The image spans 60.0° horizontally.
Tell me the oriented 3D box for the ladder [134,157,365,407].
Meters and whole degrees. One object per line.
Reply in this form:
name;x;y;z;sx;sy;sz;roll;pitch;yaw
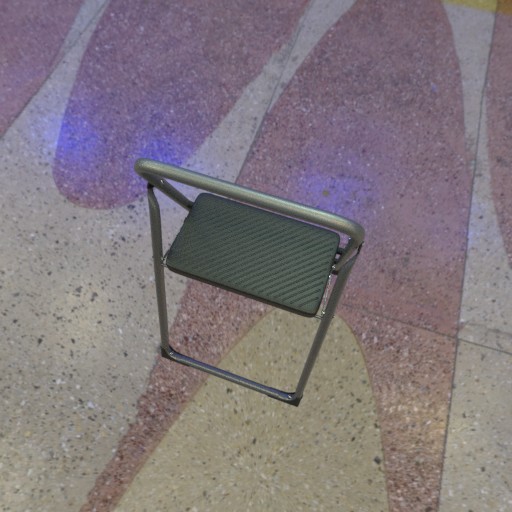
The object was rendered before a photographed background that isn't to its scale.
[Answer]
ladder;0.000;0.000;1.033;0.430;0.720;0.472;18;65;9
